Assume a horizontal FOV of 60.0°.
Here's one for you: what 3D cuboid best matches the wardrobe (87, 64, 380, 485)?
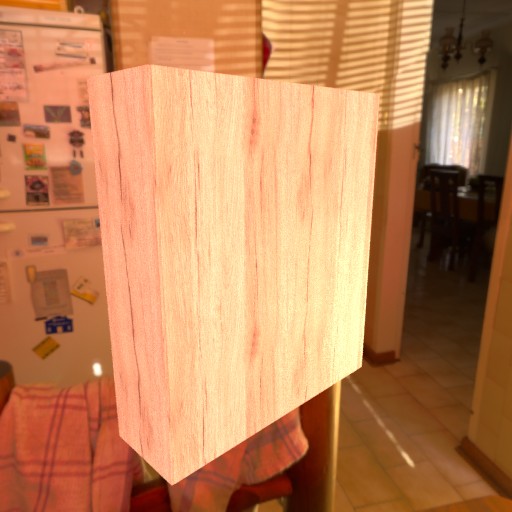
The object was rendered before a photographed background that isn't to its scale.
[{"bbox_3d":[0.000,0.000,2.890,1.810,2.070,0.580,-14,20,-42],"label":"wardrobe"}]
